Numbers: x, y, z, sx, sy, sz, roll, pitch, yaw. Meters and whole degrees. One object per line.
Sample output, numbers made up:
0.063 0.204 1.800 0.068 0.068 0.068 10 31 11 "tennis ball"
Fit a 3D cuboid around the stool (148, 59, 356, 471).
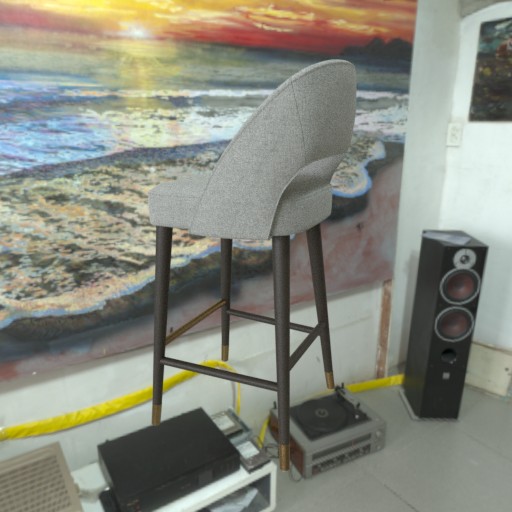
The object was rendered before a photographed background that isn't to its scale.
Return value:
0.000 0.000 1.312 0.509 1.037 0.494 8 18 25 "stool"
